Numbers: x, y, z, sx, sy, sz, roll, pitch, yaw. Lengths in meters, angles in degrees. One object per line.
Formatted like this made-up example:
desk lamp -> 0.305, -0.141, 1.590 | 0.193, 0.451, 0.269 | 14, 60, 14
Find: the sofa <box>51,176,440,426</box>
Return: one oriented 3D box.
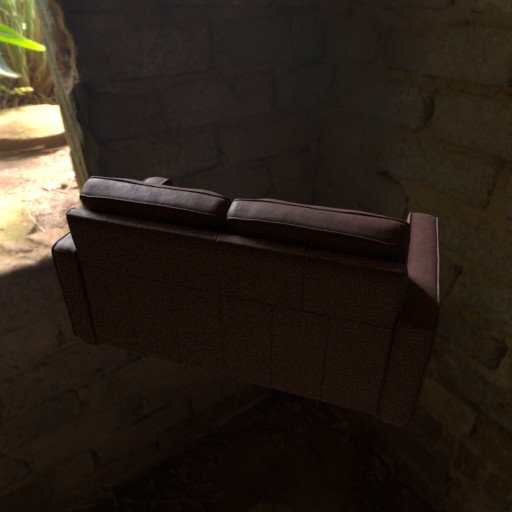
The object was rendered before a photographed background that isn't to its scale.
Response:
sofa -> 0.000, 0.000, 2.240 | 1.709, 0.918, 0.947 | 10, 33, 16
